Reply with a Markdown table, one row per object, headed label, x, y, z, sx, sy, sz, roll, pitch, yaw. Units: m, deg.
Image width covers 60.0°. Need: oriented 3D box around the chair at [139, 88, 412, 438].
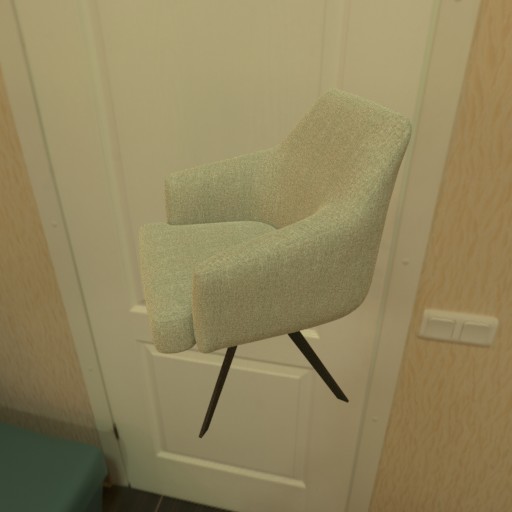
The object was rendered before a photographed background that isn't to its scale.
| label | x | y | z | sx | sy | sz | roll | pitch | yaw |
| --- | --- | --- | --- | --- | --- | --- | --- | --- | --- |
| chair | 0.000 | 0.000 | 1.334 | 0.677 | 0.874 | 0.642 | -8 | 31 | -14 |
